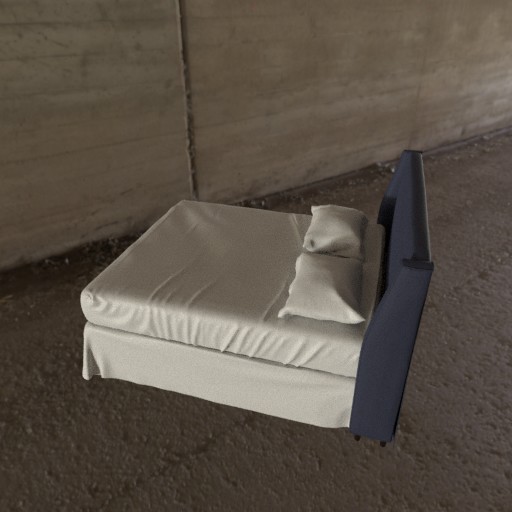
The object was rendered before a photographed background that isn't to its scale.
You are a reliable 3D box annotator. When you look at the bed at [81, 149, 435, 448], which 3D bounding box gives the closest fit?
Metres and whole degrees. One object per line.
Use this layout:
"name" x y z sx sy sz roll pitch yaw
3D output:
"bed" 0.000 0.000 3.399 2.276 1.332 1.925 8 31 14
